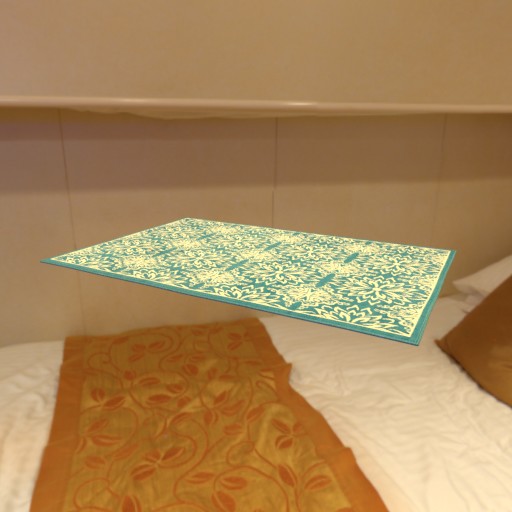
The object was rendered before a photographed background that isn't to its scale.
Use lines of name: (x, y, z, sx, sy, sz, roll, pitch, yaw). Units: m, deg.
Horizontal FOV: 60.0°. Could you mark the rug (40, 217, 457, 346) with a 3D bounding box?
rug: (0.000, 0.000, 3.520, 2.769, 0.018, 1.830, 9, 19, 27)
